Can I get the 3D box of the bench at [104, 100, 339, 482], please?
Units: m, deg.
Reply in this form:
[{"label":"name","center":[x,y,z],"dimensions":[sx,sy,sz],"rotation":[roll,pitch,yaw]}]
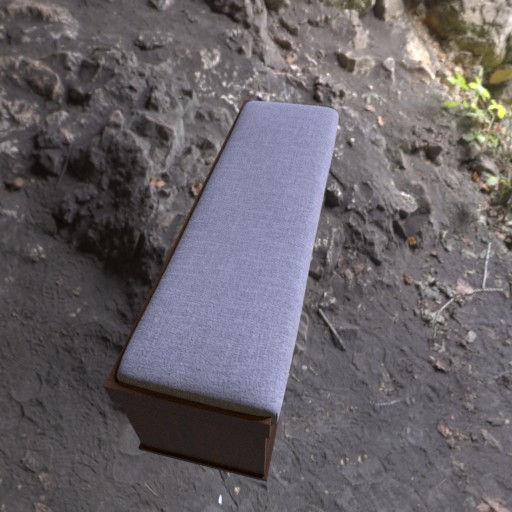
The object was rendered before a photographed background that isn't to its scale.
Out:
[{"label":"bench","center":[0.000,0.000,1.423],"dimensions":[0.367,0.468,1.196],"rotation":[10,49,9]}]
